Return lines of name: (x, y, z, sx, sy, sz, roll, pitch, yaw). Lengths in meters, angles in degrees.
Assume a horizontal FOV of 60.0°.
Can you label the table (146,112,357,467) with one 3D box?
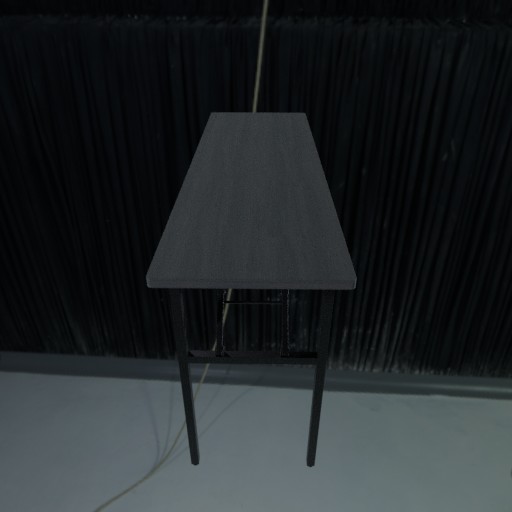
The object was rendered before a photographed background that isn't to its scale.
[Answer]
table: (0.000, 0.000, 1.728, 0.449, 0.750, 1.399, 0, 32, 1)
